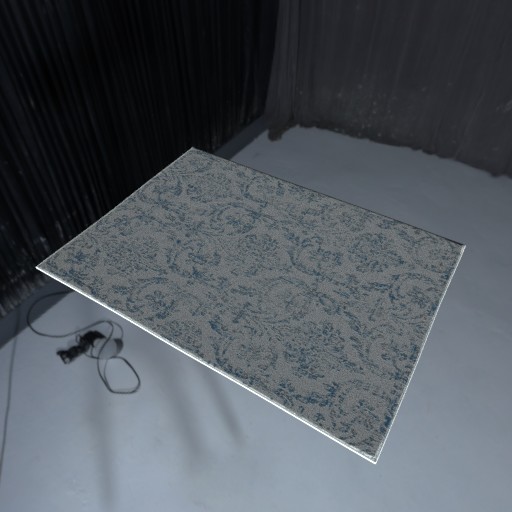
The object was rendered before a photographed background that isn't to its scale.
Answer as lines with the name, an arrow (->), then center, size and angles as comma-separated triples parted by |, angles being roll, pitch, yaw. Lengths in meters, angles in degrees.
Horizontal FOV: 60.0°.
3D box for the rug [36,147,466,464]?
rug -> 0.000, 0.000, 2.786 | 2.197, 0.014, 1.586 | 24, 50, 21
